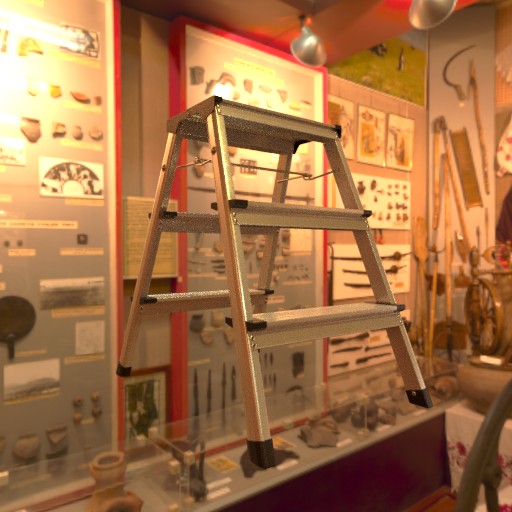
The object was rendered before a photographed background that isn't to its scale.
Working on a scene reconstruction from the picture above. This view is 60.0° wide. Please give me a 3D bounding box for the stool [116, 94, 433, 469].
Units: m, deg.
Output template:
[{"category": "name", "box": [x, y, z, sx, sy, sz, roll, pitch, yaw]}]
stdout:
[{"category": "stool", "box": [0.000, 0.000, 1.011, 0.437, 0.605, 0.622, -1, 1, -37]}]
